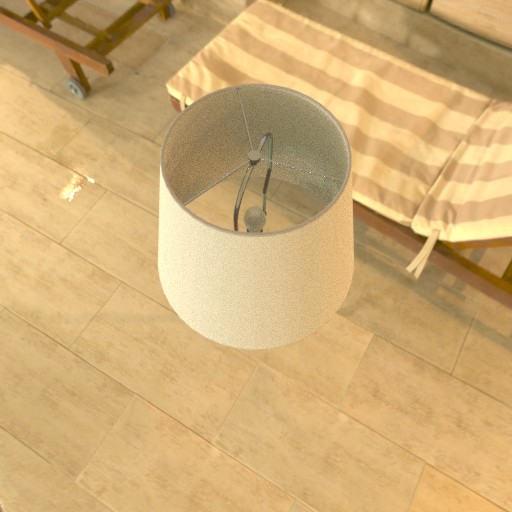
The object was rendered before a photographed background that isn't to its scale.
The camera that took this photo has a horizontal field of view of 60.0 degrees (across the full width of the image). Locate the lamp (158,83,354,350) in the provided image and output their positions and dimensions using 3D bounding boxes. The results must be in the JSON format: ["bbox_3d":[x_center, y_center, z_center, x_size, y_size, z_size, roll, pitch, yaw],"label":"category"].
[{"bbox_3d":[0.000,0.000,0.814,0.355,0.582,0.355,0,63,0],"label":"lamp"}]
